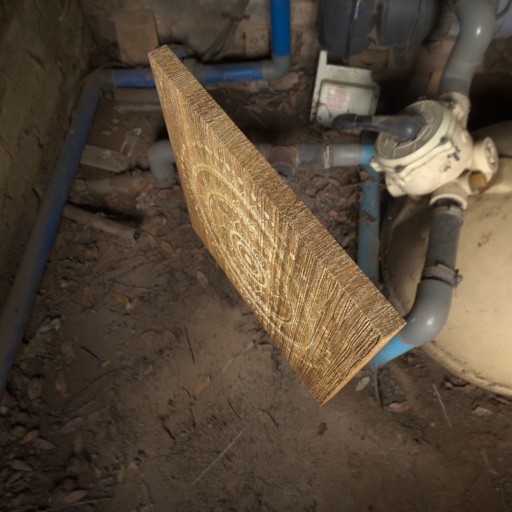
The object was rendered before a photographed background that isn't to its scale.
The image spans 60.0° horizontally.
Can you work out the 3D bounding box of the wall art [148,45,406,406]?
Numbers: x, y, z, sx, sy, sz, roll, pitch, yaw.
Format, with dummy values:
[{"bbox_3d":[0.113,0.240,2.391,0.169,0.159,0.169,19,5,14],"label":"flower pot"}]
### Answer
[{"bbox_3d":[0.000,0.000,0.925,0.042,0.608,0.611,-32,68,-15],"label":"wall art"}]
